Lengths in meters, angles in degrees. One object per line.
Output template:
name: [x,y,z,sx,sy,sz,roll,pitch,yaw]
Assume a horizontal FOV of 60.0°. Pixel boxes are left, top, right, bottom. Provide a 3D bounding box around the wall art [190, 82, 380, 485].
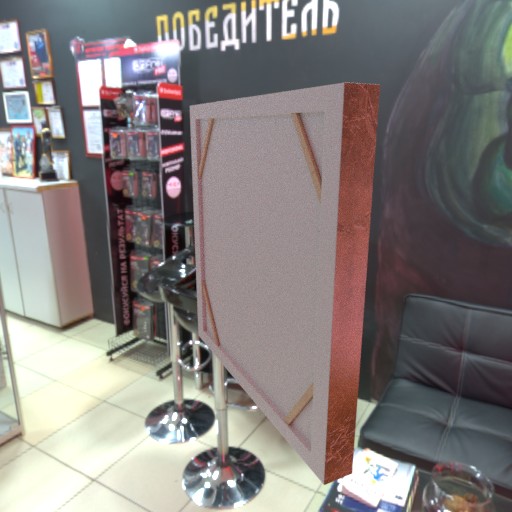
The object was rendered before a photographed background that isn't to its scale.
wall art: [0.000,0.000,0.605,0.038,0.407,0.405,-8,18,-25]
